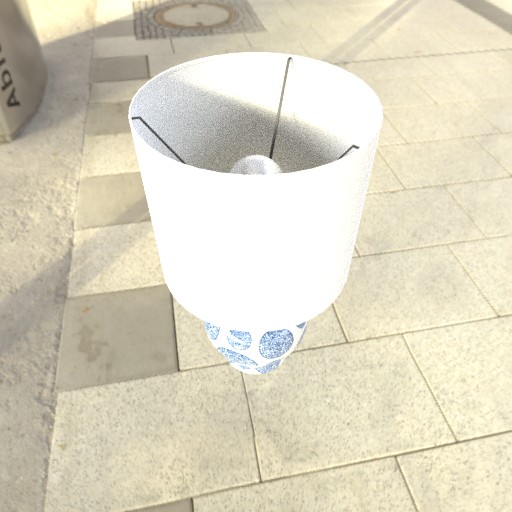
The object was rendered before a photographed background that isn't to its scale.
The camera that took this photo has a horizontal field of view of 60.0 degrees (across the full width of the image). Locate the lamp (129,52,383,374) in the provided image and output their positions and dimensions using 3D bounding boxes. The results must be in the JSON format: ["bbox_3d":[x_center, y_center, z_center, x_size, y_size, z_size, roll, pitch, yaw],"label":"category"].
[{"bbox_3d":[0.000,0.000,0.518,0.215,0.381,0.215,-10,47,-9],"label":"lamp"}]
